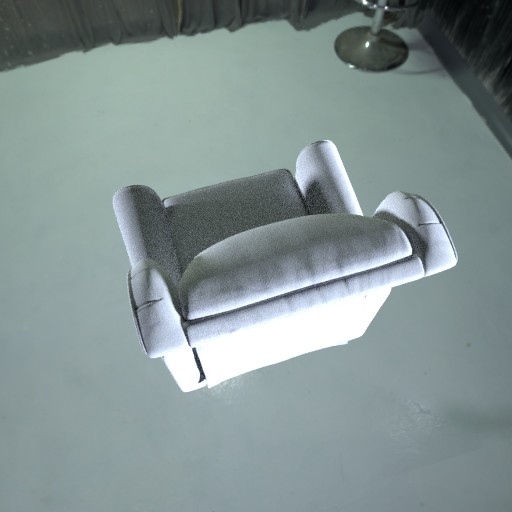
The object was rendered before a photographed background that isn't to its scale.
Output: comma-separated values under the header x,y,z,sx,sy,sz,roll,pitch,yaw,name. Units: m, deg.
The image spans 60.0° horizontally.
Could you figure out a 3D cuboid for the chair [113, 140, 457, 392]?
x,y,z,sx,sy,sz,roll,pitch,yaw,name
0.000,0.000,1.612,0.906,0.967,0.854,-16,60,-9,chair
